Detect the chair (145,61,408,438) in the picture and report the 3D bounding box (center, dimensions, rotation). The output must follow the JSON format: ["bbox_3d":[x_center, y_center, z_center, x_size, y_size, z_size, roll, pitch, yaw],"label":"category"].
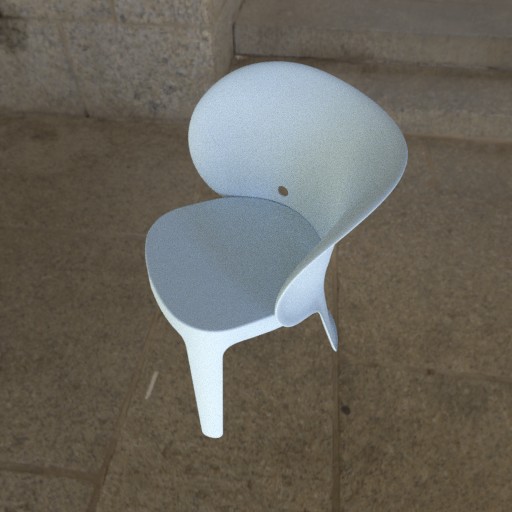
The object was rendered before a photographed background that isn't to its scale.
[{"bbox_3d":[0.000,0.000,0.838,0.402,0.554,0.451,-16,48,-15],"label":"chair"}]
